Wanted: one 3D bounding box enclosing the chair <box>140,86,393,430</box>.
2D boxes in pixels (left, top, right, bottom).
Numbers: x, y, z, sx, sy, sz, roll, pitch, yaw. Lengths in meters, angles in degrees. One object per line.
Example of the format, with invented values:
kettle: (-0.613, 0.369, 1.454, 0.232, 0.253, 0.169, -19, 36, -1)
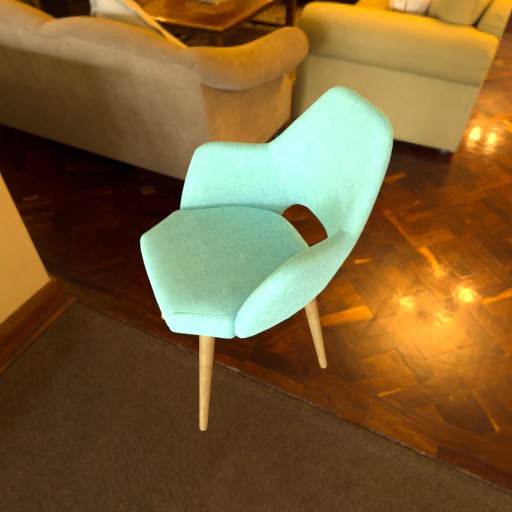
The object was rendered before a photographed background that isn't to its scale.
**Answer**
chair: (0.000, 0.000, 1.283, 0.610, 0.840, 0.590, -16, 46, -16)
